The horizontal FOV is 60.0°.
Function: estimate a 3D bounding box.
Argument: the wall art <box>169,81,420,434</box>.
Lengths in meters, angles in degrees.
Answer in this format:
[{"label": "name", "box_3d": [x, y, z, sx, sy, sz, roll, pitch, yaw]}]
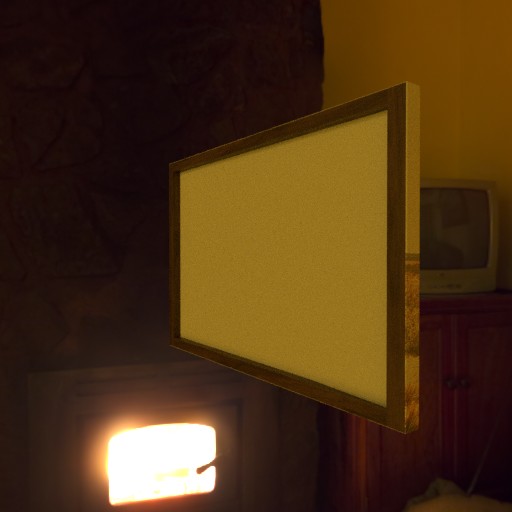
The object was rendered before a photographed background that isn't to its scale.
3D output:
[{"label": "wall art", "box_3d": [0.000, 0.000, 1.423, 0.051, 0.761, 1.138, 0, 1, -37]}]
